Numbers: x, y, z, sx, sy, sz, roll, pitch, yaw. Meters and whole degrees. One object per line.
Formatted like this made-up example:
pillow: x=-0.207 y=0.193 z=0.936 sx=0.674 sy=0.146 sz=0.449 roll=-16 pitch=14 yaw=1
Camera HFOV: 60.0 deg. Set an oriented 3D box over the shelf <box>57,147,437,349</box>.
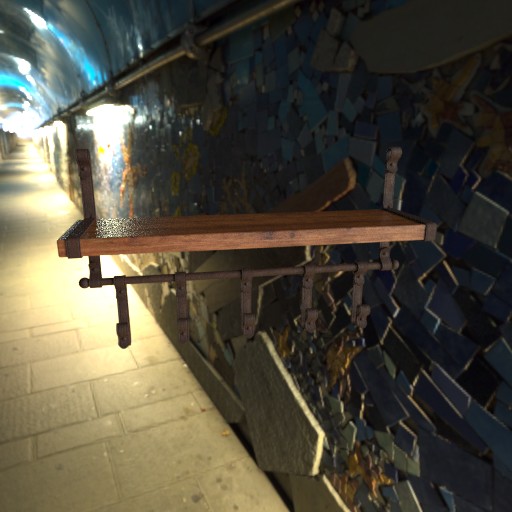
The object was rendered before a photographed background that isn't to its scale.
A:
shelf: x=0.000 y=0.000 z=0.705 sx=0.567 sy=0.330 sz=0.146 roll=-3 pitch=16 yaw=-11
